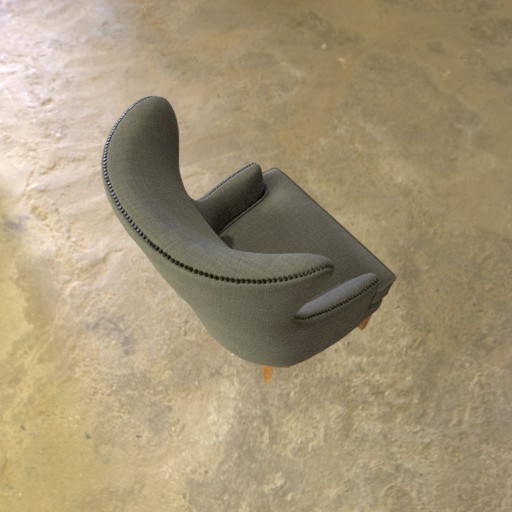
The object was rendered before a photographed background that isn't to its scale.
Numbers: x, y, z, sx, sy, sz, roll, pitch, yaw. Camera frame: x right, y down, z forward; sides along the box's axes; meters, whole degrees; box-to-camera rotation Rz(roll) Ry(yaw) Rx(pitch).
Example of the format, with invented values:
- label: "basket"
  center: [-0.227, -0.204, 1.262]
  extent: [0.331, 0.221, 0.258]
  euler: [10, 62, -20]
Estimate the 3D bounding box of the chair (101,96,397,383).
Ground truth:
- label: "chair"
  center: [0.000, 0.000, 1.802]
  extent: [0.883, 1.176, 0.864]
  euler: [-33, 63, -19]
